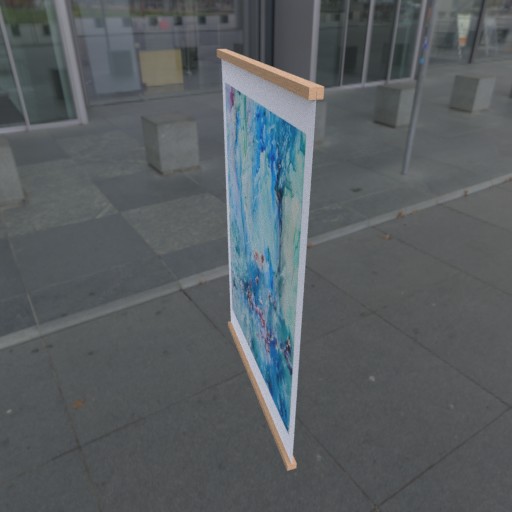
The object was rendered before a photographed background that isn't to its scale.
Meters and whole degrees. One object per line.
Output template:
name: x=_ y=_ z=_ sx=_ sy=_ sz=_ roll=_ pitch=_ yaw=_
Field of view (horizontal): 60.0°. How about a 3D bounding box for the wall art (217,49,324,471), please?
wall art: x=0.000 y=0.000 z=0.760 sx=0.016 sy=0.611 sz=0.401 roll=-9 pitch=31 yaw=-15
